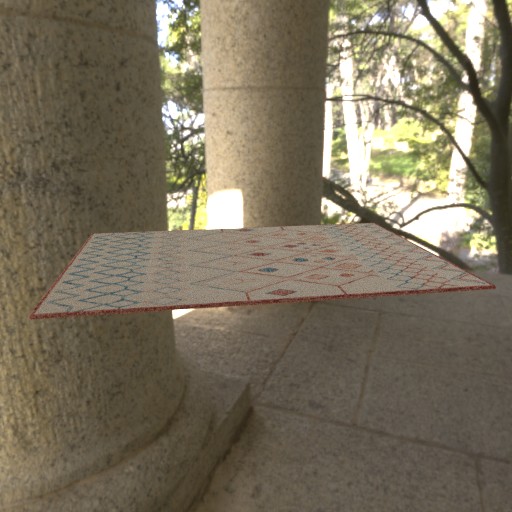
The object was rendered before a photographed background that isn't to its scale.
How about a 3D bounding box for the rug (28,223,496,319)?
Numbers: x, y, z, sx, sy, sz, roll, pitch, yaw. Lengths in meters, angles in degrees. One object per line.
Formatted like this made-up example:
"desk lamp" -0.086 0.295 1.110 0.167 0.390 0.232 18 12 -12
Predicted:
"rug" 0.000 0.000 2.276 1.829 0.016 1.219 -3 17 -9
